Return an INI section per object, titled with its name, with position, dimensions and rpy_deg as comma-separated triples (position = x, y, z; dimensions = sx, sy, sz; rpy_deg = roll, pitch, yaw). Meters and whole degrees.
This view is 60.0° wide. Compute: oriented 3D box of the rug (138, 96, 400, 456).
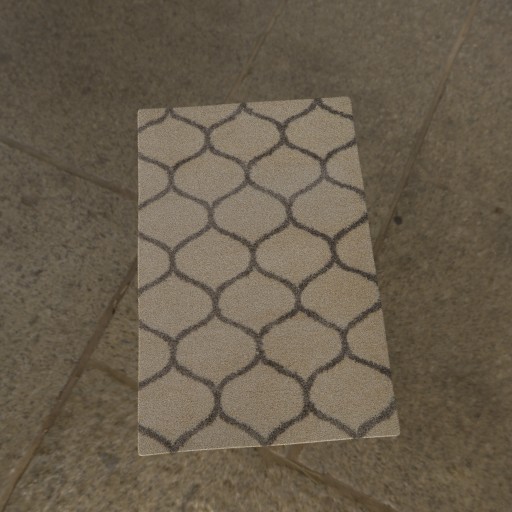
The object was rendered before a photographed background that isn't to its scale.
[rug]
position = 0.000, 0.000, 3.394
dimensions = 1.801, 0.026, 2.701
rpy_deg = -4, 74, -1
